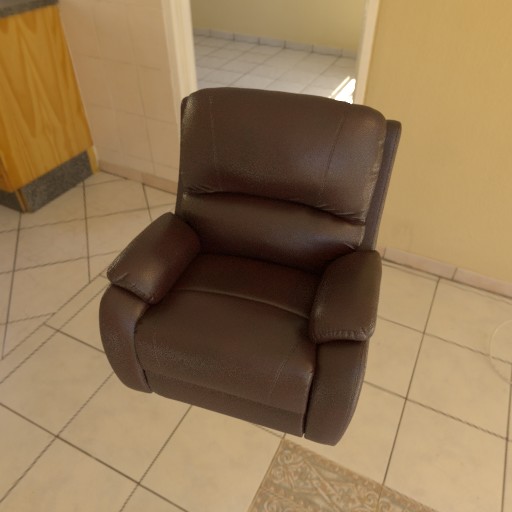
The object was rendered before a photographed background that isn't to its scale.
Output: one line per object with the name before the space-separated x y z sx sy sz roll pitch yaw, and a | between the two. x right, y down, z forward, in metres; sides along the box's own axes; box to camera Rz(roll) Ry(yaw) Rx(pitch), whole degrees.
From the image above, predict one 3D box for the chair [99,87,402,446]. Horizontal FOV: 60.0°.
chair | 0.000 0.000 1.675 0.930 1.011 0.899 11 42 13
